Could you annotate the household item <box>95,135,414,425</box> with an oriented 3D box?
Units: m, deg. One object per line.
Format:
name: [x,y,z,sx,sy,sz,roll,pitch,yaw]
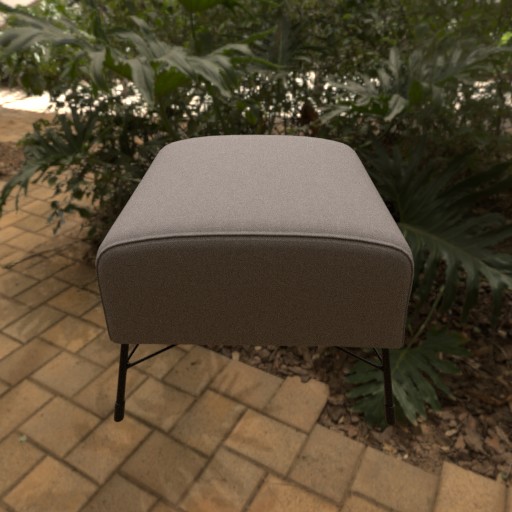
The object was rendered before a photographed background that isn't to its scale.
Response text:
household item: [0.000,0.000,0.947,0.530,0.410,0.530,0,31,1]
